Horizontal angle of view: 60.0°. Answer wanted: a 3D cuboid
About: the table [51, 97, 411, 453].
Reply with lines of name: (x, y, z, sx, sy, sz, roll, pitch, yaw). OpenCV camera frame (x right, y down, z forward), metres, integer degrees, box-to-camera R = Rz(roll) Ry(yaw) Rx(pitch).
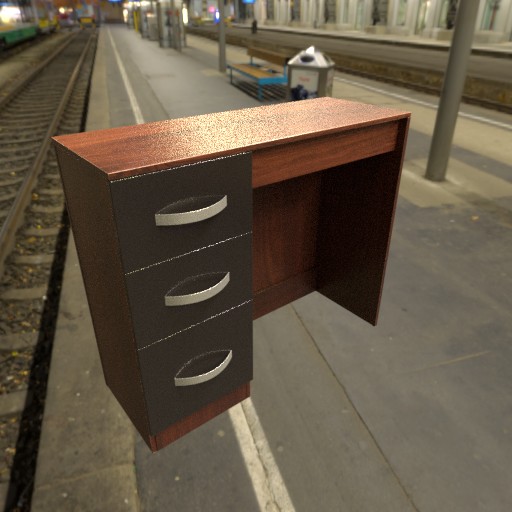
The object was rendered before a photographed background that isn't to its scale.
table: (0.000, 0.000, 1.355, 0.930, 0.790, 0.380, -21, 35, -33)
